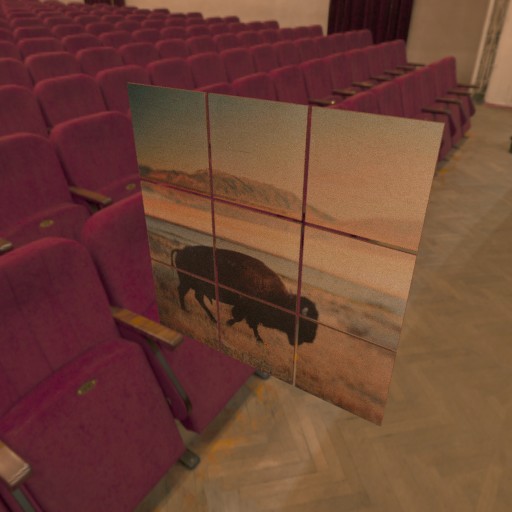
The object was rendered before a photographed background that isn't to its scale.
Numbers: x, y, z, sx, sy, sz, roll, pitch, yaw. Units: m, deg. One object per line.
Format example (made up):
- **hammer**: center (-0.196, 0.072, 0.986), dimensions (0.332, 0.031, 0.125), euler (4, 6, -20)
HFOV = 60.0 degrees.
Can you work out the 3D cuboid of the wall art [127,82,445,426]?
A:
- **wall art**: center (0.000, 0.000, 2.253), dimensions (1.533, 1.532, 0.019), euler (18, 35, 28)
